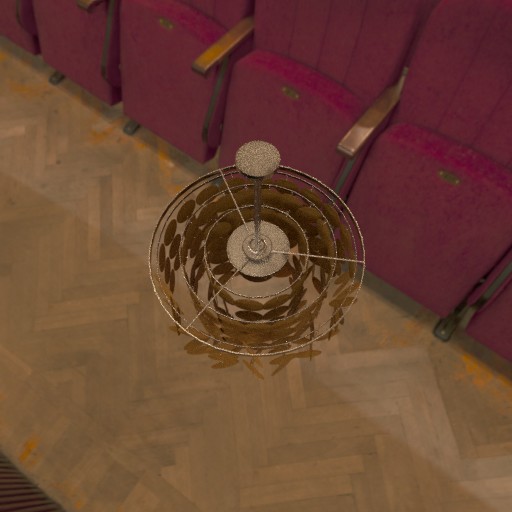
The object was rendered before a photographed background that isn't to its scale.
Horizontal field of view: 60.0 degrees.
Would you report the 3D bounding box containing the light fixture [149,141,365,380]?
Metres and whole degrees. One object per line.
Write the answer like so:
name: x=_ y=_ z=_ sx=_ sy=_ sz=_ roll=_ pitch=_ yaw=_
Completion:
light fixture: x=0.000 y=0.000 z=0.744 sx=0.368 sy=0.492 sz=0.368 roll=0 pitch=63 yaw=0
